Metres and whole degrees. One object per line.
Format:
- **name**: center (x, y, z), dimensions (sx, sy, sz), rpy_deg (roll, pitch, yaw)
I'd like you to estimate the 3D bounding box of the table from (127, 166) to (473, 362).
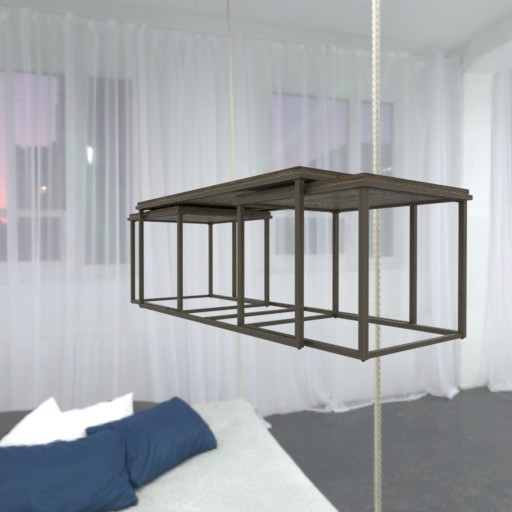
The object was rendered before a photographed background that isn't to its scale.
- **table**: center (0.000, 0.000, 1.554), dimensions (0.489, 0.427, 1.312), rpy_deg (0, 1, -37)
